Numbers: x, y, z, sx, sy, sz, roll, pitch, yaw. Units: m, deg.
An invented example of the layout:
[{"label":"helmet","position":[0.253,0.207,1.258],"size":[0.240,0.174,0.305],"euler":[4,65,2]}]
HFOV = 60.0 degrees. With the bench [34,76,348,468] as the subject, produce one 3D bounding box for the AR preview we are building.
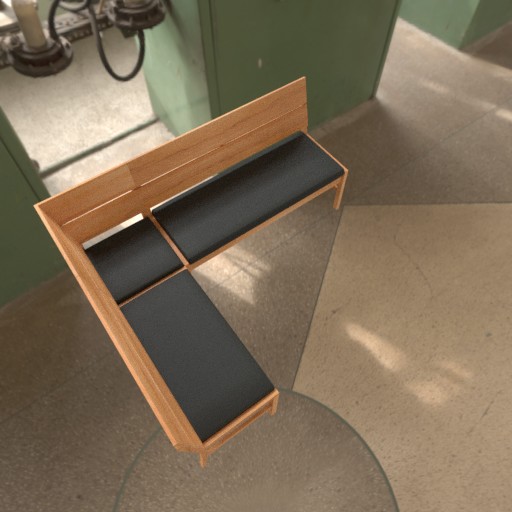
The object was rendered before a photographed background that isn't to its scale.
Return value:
[{"label":"bench","position":[0.000,0.000,2.820],"size":[1.948,0.890,1.548],"euler":[-32,63,-18]}]
